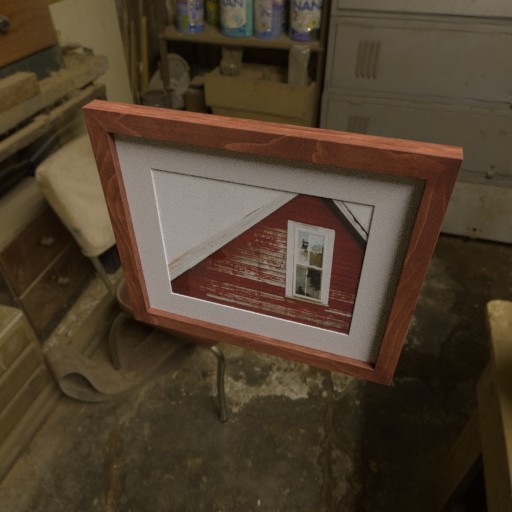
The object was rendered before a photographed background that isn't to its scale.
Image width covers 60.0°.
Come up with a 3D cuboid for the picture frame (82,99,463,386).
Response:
[{"bbox_3d":[0.000,0.000,0.538,0.381,0.330,0.025,12,41,14],"label":"picture frame"}]
